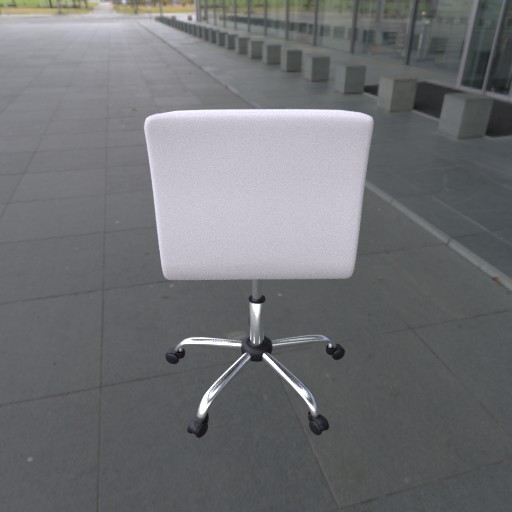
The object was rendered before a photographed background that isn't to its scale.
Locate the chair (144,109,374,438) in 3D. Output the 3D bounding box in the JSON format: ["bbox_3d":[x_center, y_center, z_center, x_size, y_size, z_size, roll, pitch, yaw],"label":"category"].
[{"bbox_3d":[0.000,0.000,1.064,0.520,0.750,0.455,0,30,-1],"label":"chair"}]
